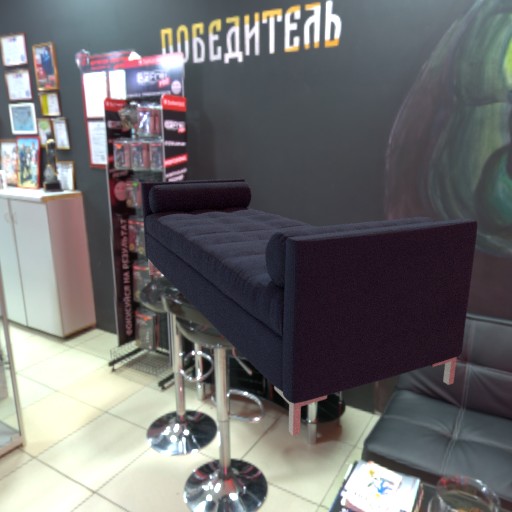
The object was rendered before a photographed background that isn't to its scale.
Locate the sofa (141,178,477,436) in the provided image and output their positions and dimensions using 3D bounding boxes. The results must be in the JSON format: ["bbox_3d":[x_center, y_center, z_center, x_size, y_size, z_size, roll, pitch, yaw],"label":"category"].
[{"bbox_3d":[0.000,0.000,2.407,0.797,0.657,2.102,-7,16,-25],"label":"sofa"}]
